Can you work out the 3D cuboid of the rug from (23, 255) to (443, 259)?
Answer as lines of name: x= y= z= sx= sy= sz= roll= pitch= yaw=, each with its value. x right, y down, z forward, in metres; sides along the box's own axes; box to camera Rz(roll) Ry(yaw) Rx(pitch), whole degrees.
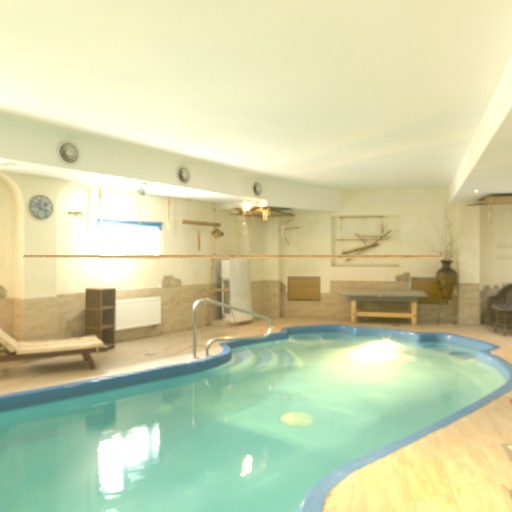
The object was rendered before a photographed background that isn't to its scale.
rug: x=0.000 y=0.000 z=4.131 sx=3.038 sy=0.019 sz=2.420 roll=0 pitch=0 yaw=18
